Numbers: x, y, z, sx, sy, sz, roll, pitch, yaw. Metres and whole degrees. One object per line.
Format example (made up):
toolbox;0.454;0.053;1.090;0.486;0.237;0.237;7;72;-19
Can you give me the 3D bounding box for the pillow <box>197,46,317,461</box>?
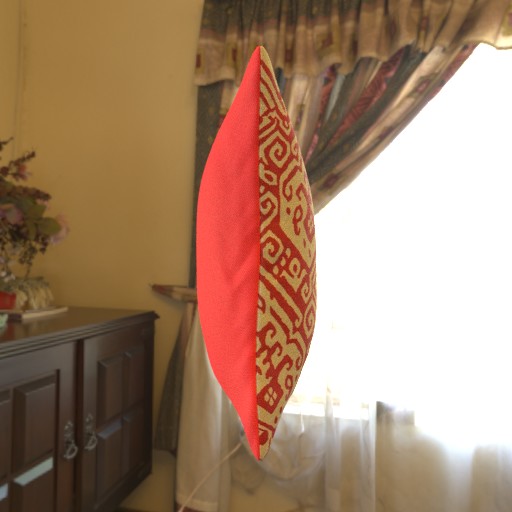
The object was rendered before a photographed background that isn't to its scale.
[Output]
pillow;0.000;0.000;0.788;0.192;0.507;0.522;0;-1;-1
